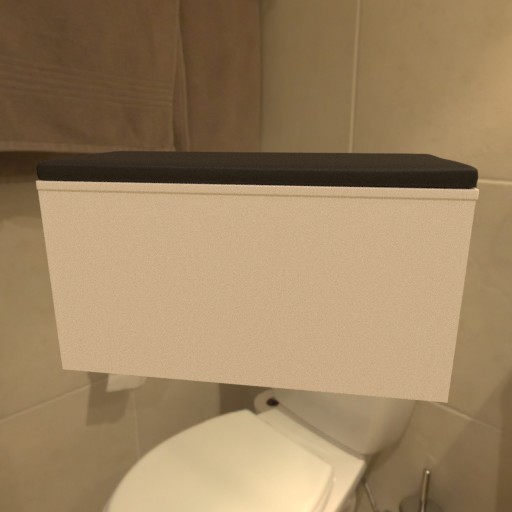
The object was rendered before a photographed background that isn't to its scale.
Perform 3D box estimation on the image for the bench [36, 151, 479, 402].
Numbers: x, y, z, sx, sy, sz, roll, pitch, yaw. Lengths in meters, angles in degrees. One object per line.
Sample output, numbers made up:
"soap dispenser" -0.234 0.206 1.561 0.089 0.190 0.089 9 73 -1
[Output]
"bench" 0.000 0.000 1.131 0.899 0.500 0.401 2 16 8
